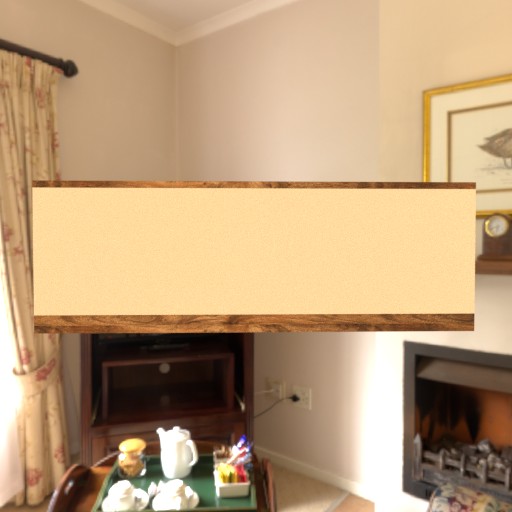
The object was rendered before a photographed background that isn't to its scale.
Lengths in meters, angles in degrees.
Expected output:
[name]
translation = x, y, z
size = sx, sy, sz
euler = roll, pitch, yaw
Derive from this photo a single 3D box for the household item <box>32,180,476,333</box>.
[household item]
translation = 0.000, 0.000, 1.999
size = 1.800, 0.615, 0.390
euler = 0, 1, -2
